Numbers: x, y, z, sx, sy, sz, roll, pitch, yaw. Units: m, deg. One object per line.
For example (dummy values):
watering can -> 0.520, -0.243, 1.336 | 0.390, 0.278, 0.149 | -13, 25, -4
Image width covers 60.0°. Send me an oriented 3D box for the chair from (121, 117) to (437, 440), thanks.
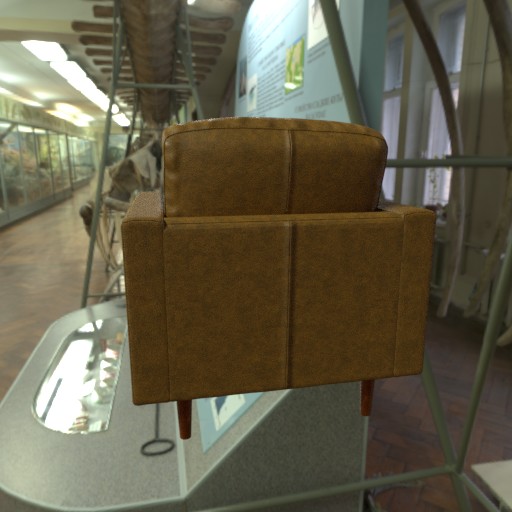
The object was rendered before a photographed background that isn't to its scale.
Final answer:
chair -> 0.000, 0.000, 1.676 | 0.890, 0.956, 0.909 | -3, 13, -12
